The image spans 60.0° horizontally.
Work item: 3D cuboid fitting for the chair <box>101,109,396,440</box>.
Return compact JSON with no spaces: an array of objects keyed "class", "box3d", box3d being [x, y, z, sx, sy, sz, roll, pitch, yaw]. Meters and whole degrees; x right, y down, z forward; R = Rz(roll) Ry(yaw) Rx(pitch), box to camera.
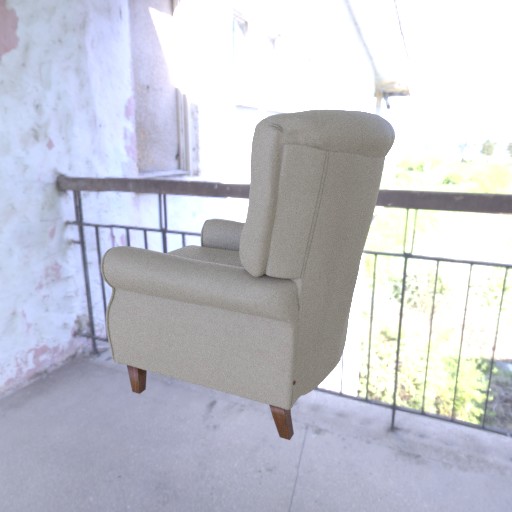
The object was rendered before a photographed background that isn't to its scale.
[{"class":"chair","box3d":[0.000,0.000,1.889,1.059,1.158,0.943,7,16,25]}]
